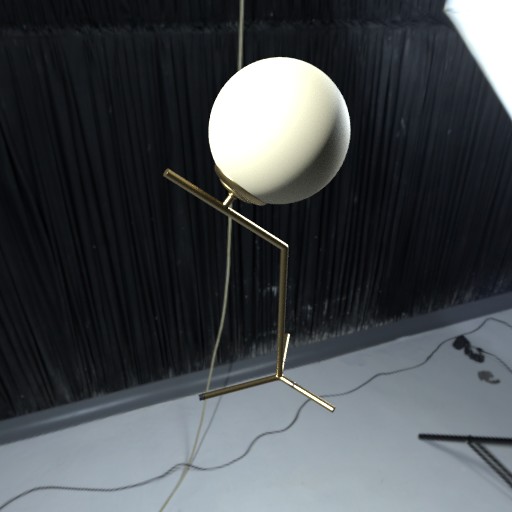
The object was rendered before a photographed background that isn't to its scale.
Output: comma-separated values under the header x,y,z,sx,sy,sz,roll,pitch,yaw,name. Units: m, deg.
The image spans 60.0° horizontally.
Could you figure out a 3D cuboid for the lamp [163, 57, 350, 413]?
x,y,z,sx,sy,sz,roll,pitch,yaw,name
0.000,0.000,0.675,0.251,0.552,0.210,-10,32,-17,lamp
